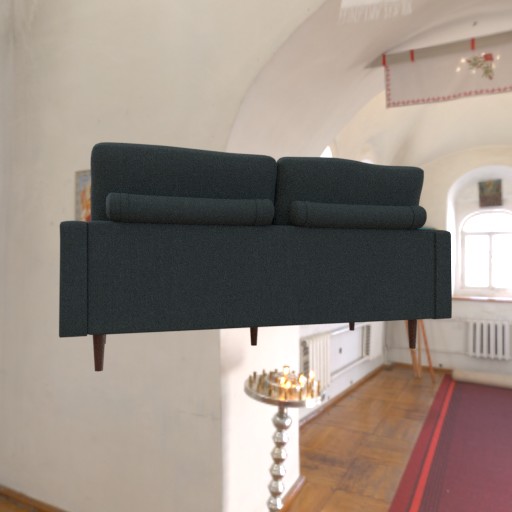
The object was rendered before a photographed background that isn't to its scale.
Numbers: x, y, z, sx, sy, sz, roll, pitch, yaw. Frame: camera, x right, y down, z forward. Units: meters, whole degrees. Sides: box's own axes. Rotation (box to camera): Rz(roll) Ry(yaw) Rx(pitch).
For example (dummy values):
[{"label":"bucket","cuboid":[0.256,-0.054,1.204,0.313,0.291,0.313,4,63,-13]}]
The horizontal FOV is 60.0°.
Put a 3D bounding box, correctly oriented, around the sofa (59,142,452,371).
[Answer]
[{"label":"sofa","cuboid":[0.000,0.000,2.577,2.010,1.050,0.966,0,-1,-18]}]
